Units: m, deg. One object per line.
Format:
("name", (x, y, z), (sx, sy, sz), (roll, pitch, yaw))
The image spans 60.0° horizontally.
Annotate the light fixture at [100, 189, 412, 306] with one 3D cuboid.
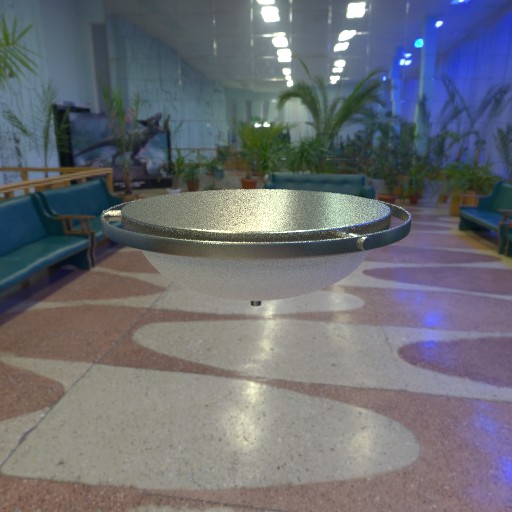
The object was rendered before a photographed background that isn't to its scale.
("light fixture", (0.000, 0.000, 0.558), (0.361, 0.130, 0.361), (0, 15, 0))
